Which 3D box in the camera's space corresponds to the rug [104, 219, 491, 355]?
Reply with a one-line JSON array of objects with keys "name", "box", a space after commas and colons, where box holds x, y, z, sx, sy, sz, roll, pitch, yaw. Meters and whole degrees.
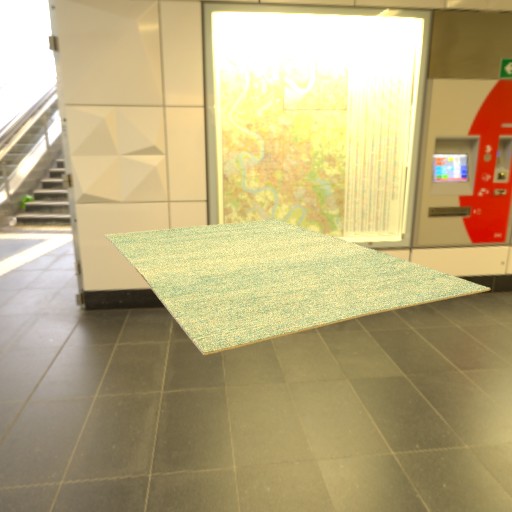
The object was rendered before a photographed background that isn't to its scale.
[{"name": "rug", "box": [0.000, 0.000, 2.944, 1.593, 0.029, 2.305, -7, 16, -26]}]
